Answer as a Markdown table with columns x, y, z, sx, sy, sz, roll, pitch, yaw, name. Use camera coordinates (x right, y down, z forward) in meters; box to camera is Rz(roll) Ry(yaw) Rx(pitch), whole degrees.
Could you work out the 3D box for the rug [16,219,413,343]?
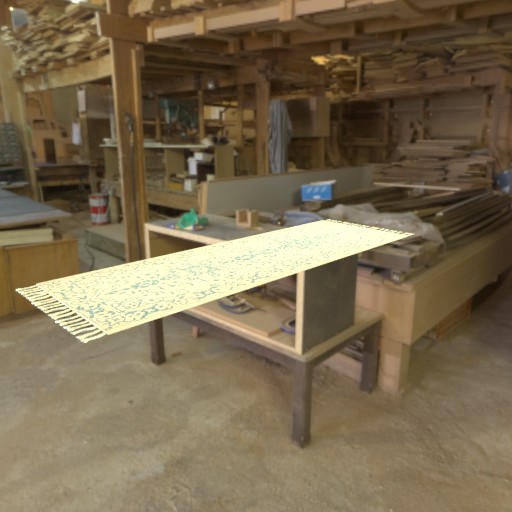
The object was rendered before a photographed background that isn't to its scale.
| x | y | z | sx | sy | sz | roll | pitch | yaw | name |
| --- | --- | --- | --- | --- | --- | --- | --- | --- | --- |
| 0.000 | 0.000 | 2.654 | 2.449 | 0.011 | 0.774 | -15 | 22 | -42 | rug |
